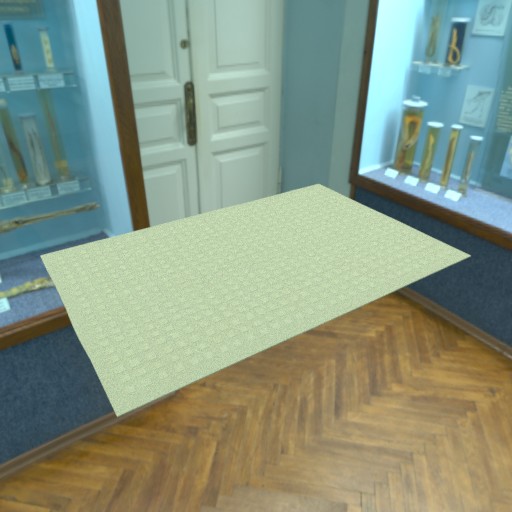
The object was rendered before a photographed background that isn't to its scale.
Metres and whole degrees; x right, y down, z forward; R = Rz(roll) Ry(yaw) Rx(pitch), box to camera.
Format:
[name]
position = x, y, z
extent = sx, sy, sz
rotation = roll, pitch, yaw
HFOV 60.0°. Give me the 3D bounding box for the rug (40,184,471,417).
[rug]
position = 0.000, 0.000, 2.145
extent = 1.747, 0.006, 1.143
rotation = -18, 35, -28
